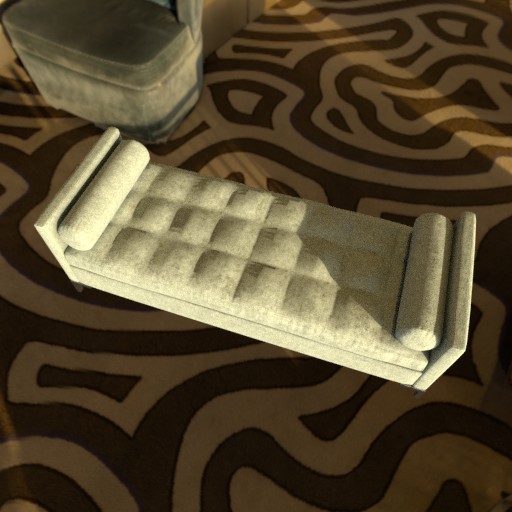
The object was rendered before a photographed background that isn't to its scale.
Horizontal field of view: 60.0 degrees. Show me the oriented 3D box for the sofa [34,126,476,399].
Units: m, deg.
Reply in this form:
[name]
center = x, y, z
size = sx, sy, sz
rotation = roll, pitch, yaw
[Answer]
[sofa]
center = 0.000, 0.000, 2.467
size = 2.102, 0.657, 0.797
rotation = 16, 58, 10
